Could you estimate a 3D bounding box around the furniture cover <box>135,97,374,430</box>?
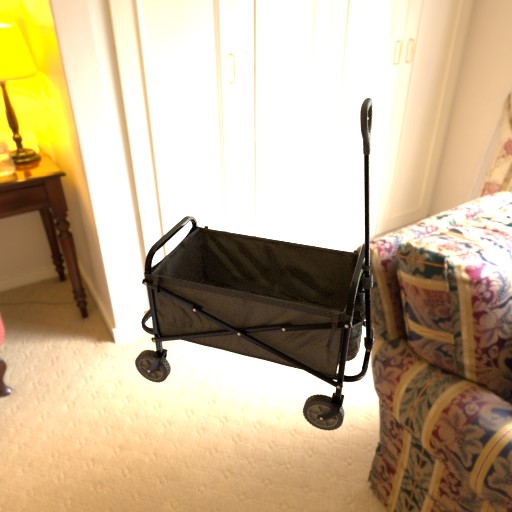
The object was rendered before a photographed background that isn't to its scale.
[{"bbox_3d":[0.000,0.000,1.833,1.038,1.295,0.532,10,32,16],"label":"furniture cover"}]
